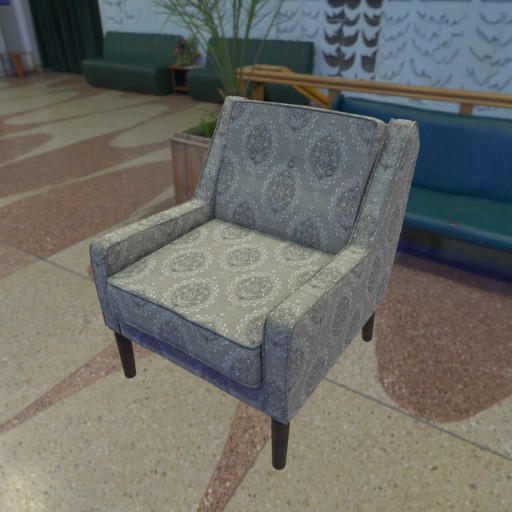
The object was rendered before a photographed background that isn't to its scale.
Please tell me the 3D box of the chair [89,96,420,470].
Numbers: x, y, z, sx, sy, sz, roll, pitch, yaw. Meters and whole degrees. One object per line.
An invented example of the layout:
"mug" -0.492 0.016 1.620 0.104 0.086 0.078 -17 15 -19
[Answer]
"chair" 0.000 0.000 1.337 0.665 0.797 0.750 19 35 29
